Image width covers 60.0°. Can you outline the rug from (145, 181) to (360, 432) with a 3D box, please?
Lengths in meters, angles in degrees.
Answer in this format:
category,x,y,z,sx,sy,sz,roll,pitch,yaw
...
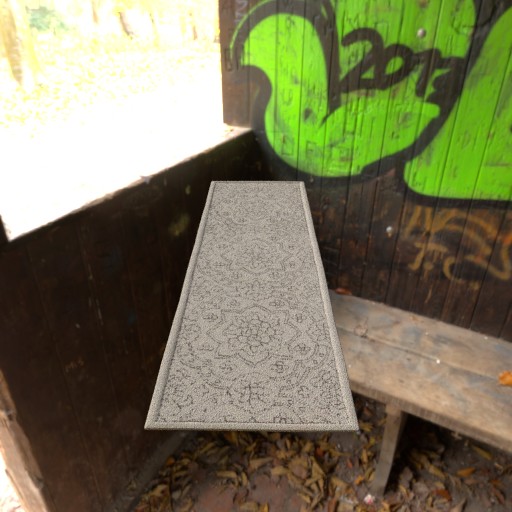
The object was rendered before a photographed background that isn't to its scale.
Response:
category,x,y,z,sx,sy,sz,roll,pitch,yaw
rug,0.000,0.000,2.623,0.769,0.012,2.448,0,30,1
